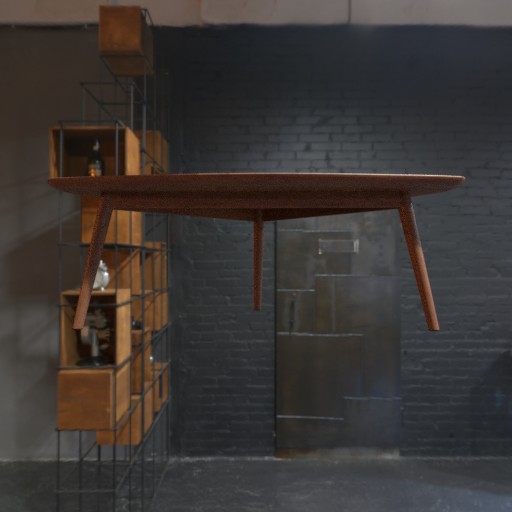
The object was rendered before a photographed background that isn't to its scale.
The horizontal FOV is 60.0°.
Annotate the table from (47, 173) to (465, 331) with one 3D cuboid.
[{"bbox_3d":[0.000,0.000,1.289,1.008,0.365,0.601,0,-1,1],"label":"table"}]
